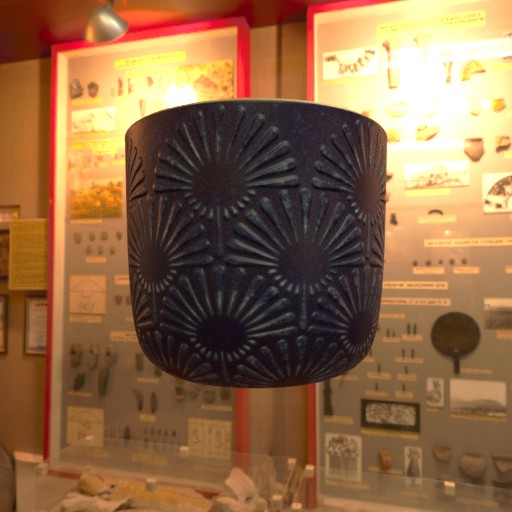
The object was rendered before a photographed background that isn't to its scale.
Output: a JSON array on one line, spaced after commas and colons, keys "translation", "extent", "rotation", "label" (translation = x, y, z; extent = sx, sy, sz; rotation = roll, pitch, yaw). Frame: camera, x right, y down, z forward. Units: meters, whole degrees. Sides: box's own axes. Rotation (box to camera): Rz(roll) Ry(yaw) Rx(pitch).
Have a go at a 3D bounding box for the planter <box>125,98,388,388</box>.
[{"translation": [0.000, 0.000, 0.216], "extent": [0.124, 0.109, 0.124], "rotation": [0, -2, 0], "label": "planter"}]
